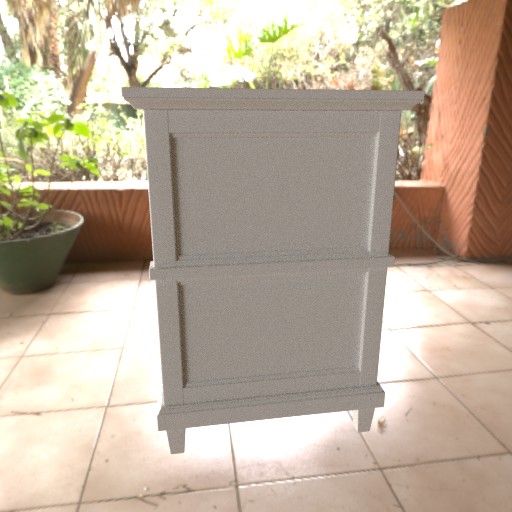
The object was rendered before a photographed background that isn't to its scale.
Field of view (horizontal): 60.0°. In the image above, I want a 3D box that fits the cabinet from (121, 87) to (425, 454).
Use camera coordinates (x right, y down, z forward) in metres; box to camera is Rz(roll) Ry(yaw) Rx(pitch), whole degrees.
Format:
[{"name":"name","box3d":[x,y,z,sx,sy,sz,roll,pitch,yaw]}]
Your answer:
[{"name":"cabinet","box3d":[0.000,0.000,1.147,0.547,0.775,0.544,-3,17,-9]}]
